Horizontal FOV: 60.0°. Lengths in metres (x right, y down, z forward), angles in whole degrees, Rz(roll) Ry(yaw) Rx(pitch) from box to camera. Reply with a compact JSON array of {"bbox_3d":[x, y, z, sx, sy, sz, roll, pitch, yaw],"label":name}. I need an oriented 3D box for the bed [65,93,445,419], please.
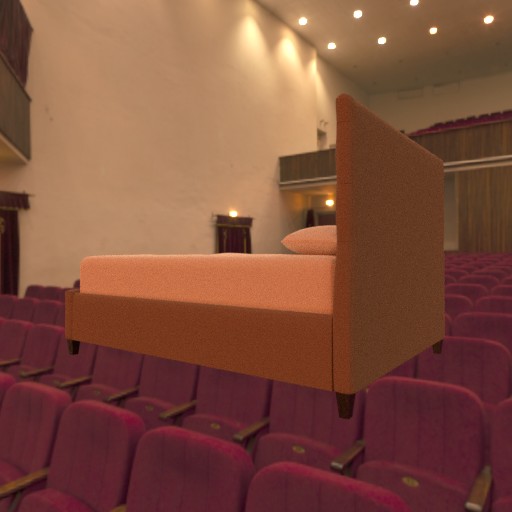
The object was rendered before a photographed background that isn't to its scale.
[{"bbox_3d":[0.000,0.000,3.234,2.233,1.426,1.696,0,0,36],"label":"bed"}]
